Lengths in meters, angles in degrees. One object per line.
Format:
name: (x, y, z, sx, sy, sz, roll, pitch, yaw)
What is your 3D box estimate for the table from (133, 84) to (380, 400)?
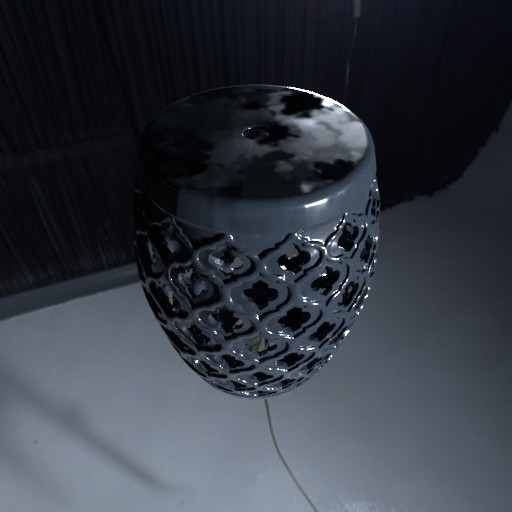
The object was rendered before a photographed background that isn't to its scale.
table: (0.000, 0.000, 0.630, 0.325, 0.388, 0.325, 0, 45, 0)
